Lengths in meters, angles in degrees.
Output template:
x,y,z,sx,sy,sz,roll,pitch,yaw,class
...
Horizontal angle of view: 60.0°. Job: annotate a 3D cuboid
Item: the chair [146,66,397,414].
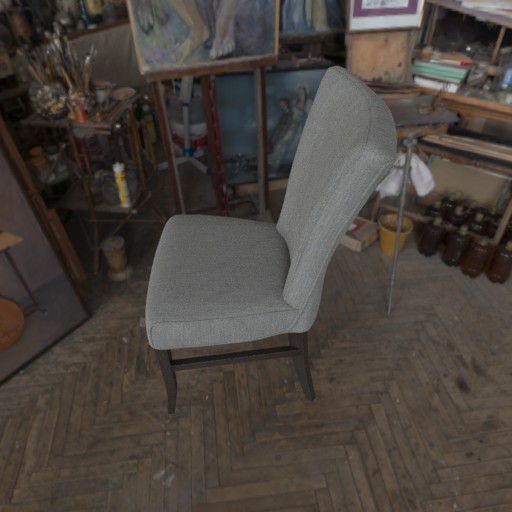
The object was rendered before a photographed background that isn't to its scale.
x,y,z,sx,sy,sz,roll,pitch,yaw,class
0.000,0.000,1.377,0.660,0.991,0.520,-1,41,-1,chair
